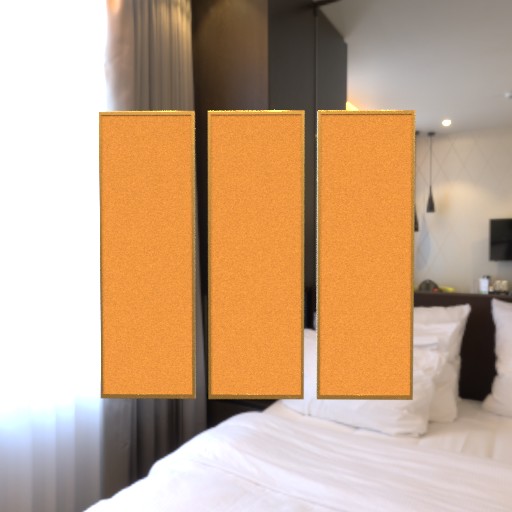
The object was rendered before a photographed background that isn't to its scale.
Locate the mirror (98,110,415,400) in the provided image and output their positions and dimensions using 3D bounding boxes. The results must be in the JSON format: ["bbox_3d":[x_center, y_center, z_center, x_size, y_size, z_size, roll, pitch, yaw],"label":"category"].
[{"bbox_3d":[0.000,0.000,1.435,1.011,0.926,0.023,0,1,1],"label":"mirror"}]
